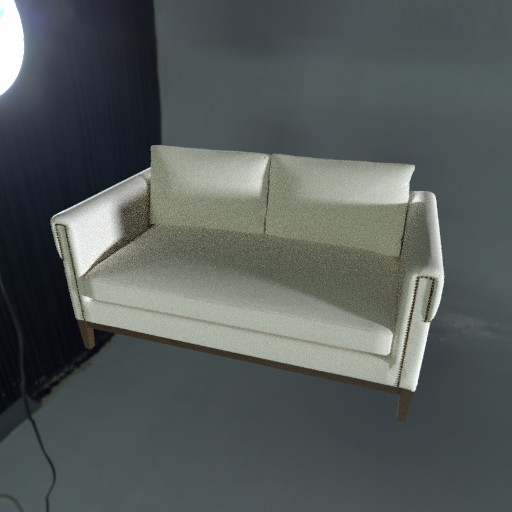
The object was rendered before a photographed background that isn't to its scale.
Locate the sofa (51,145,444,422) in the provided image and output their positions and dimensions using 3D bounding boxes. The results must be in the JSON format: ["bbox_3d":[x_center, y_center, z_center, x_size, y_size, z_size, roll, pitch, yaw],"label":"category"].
[{"bbox_3d":[0.000,0.000,2.136,1.598,0.873,0.905,8,28,16],"label":"sofa"}]
